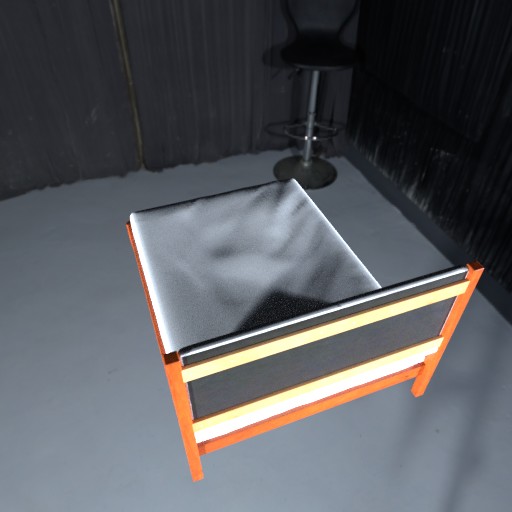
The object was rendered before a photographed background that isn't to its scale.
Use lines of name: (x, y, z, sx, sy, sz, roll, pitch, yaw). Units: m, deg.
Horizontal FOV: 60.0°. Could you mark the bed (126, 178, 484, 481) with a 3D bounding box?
bed: (0.000, 0.000, 3.052, 1.566, 1.165, 2.117, -14, 45, -15)
